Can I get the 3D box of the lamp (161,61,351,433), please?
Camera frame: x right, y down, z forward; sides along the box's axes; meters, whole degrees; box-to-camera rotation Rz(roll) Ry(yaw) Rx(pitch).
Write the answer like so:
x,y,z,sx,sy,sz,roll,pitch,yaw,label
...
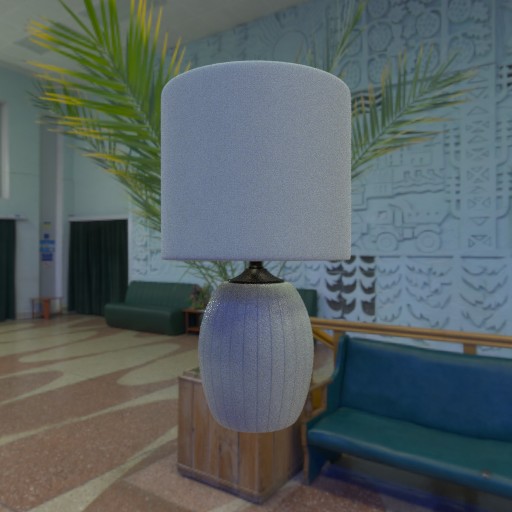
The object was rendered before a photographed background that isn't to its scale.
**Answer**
x,y,z,sx,sy,sz,roll,pitch,yaw,label
0.000,0.000,0.783,0.328,0.570,0.328,0,0,0,lamp
